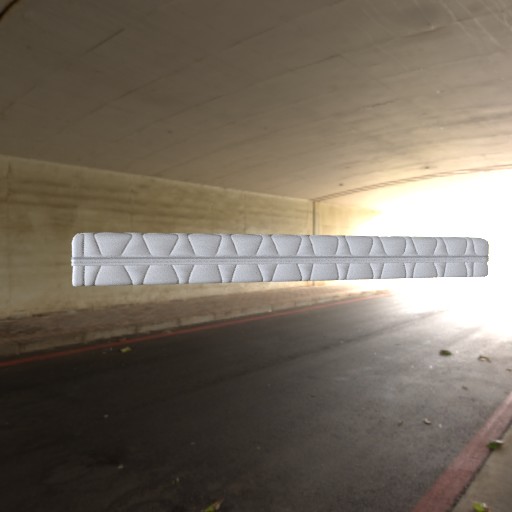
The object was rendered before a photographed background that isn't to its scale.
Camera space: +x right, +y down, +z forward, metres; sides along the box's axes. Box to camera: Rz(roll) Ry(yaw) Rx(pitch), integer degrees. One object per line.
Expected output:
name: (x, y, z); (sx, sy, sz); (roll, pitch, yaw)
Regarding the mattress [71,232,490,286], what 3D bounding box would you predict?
mattress: (0.000, 0.000, 2.634); (1.900, 0.200, 1.600); (0, 1, -18)
